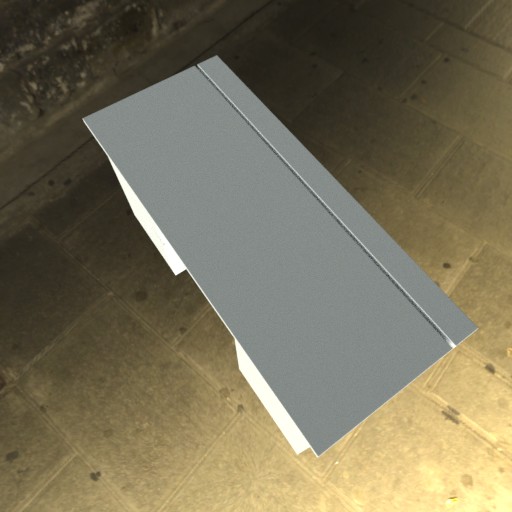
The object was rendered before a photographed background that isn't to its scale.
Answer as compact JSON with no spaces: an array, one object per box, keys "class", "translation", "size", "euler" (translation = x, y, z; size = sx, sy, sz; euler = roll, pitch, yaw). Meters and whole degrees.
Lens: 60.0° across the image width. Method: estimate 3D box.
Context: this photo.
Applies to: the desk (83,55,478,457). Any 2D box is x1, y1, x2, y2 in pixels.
[{"class":"desk","translation":[0.000,0.000,1.992],"size":[0.670,0.760,1.580],"euler":[-32,68,-15]}]
